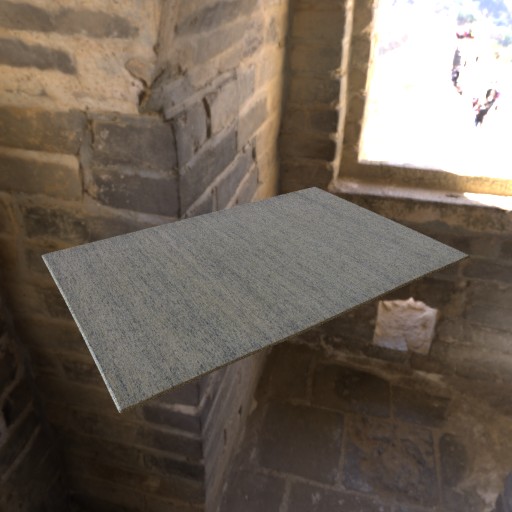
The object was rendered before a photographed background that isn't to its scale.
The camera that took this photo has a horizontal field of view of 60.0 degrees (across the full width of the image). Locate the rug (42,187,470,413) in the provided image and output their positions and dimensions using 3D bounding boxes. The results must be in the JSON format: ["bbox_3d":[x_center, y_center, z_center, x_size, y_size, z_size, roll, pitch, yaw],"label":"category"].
[{"bbox_3d":[0.000,0.000,2.807,2.263,0.017,1.523,-18,34,-29],"label":"rug"}]
